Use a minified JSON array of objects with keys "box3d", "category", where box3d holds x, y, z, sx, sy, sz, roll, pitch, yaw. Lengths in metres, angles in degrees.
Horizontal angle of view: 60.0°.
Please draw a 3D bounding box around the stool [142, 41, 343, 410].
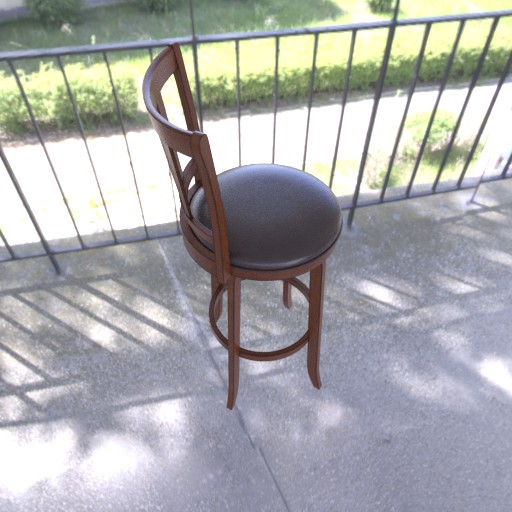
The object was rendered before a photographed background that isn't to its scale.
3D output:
[{"box3d":[0.000,0.000,1.408,0.503,1.177,0.464,-10,47,-9],"category":"stool"}]
